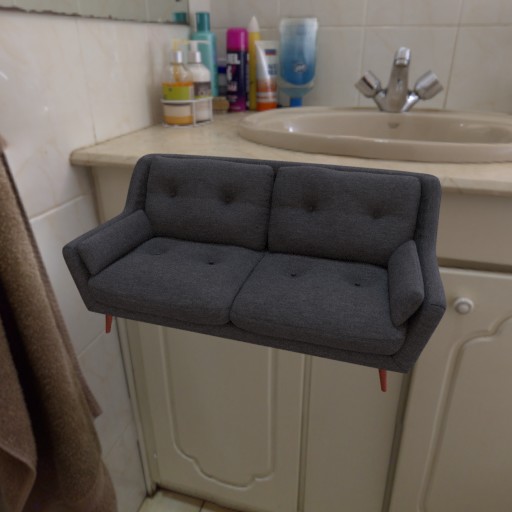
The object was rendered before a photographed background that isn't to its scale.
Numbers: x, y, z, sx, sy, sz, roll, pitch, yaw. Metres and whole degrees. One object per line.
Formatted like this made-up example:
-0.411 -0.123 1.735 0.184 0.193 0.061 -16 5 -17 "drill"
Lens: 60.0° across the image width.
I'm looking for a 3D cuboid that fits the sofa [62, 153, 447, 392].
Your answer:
0.000 0.000 2.491 1.929 0.896 0.975 8 26 16 "sofa"
